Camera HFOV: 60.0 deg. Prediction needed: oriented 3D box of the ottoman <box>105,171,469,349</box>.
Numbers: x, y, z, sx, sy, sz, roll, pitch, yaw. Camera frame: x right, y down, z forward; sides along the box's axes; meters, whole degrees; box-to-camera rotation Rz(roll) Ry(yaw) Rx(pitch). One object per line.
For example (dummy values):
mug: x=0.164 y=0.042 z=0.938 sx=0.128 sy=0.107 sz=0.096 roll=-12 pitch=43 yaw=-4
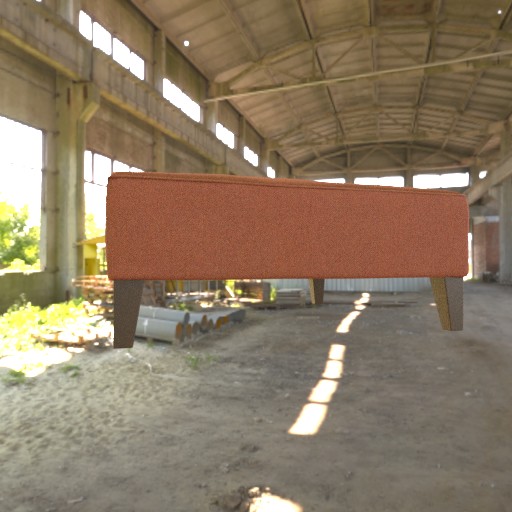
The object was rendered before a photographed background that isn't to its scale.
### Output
ottoman: x=0.000 y=0.000 z=1.574 sx=0.997 sy=0.438 sz=0.999 roll=0 pitch=-1 yaw=-17
